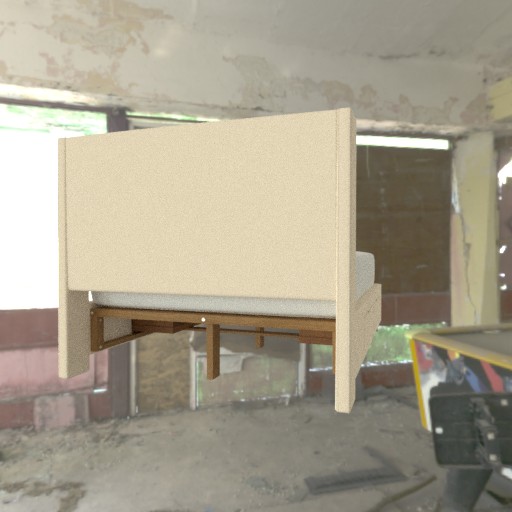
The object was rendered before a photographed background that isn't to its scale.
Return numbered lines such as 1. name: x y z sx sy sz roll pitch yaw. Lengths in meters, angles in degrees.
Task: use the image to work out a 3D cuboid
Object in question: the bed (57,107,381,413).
1. bed: 0.000 0.000 3.476 1.765 1.471 2.280 0 1 19
